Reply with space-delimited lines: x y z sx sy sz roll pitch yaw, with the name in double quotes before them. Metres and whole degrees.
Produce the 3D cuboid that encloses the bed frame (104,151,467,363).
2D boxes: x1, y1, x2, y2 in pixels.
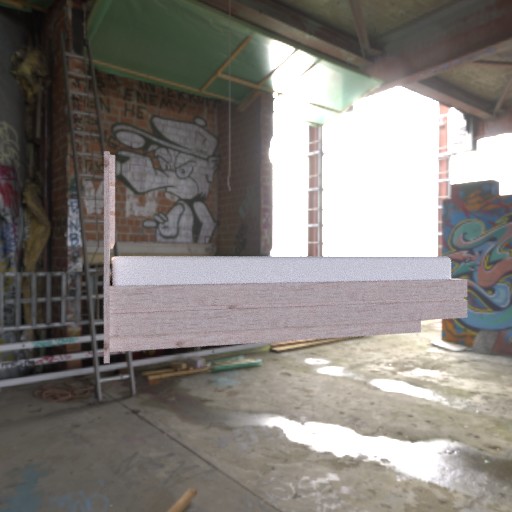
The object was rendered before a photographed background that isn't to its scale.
"bed frame" 0.000 0.000 3.241 2.080 0.970 1.950 0 0 -18
